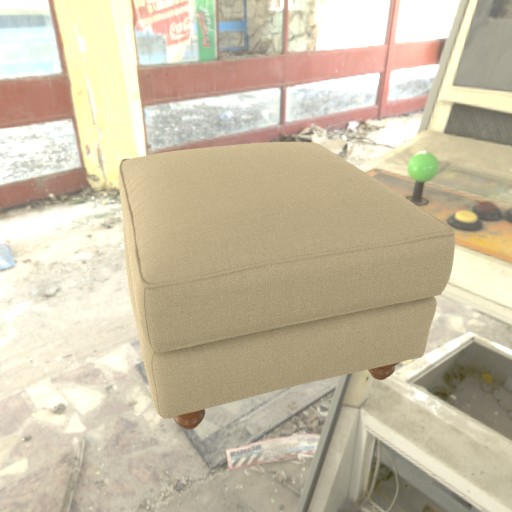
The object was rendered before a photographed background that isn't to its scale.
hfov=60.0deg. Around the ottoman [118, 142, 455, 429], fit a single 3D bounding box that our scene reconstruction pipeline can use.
[{"bbox_3d":[0.000,0.000,1.168,0.662,0.505,0.716,-9,31,-15],"label":"ottoman"}]
